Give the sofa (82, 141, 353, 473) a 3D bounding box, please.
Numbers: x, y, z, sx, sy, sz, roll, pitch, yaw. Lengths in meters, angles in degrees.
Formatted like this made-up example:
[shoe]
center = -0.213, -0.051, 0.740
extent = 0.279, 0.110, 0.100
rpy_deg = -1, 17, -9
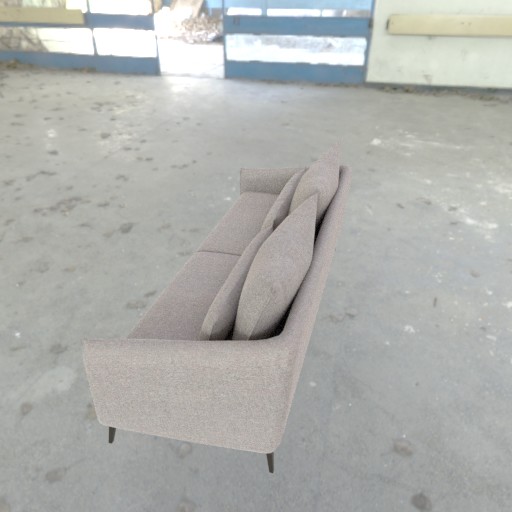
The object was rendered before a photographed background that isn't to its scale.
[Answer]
[sofa]
center = 0.000, 0.000, 2.402
extent = 0.809, 0.833, 2.022
rpy_deg = 9, 32, 14
